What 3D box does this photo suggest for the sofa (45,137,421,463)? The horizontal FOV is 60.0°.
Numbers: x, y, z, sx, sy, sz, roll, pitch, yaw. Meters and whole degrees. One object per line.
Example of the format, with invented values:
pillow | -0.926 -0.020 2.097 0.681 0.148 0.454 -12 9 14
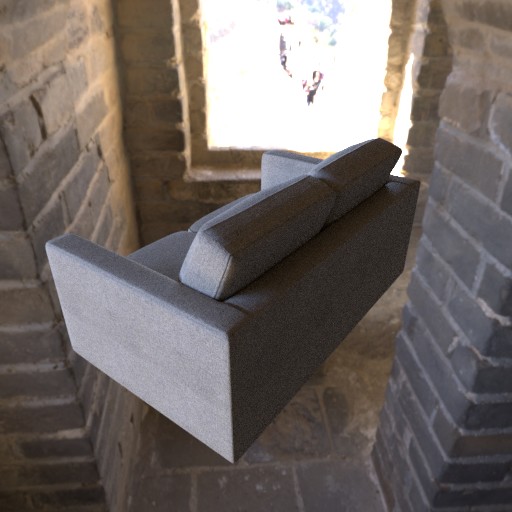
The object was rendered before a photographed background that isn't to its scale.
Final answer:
sofa | 0.000 0.000 2.112 0.969 0.973 1.527 21 36 31
